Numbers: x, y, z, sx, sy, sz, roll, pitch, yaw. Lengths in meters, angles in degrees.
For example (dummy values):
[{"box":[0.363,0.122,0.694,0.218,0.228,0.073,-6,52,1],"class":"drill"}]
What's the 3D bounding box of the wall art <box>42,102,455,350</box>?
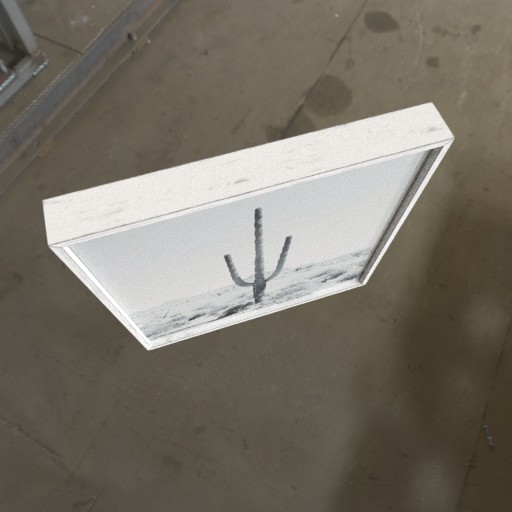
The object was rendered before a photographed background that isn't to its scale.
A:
[{"box":[0.000,0.000,0.462,0.305,0.305,0.038,-16,66,-7],"class":"wall art"}]
